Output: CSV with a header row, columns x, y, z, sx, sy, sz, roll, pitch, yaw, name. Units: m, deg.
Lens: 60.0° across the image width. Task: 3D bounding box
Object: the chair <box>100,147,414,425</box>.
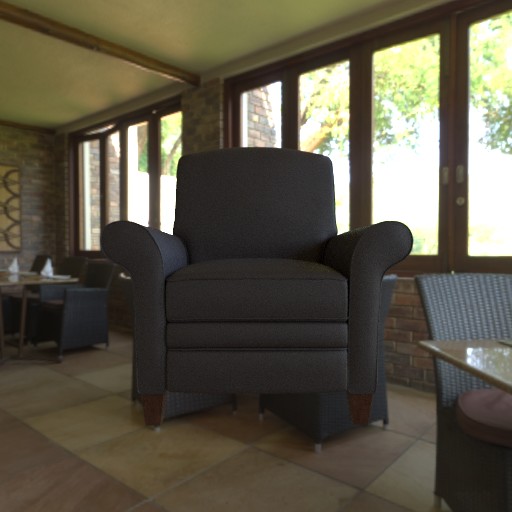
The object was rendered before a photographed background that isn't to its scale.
x,y,z,sx,sy,sz,roll,pitch,yaw,name
0.000,0.000,1.812,0.978,1.061,0.902,0,1,-1,chair
